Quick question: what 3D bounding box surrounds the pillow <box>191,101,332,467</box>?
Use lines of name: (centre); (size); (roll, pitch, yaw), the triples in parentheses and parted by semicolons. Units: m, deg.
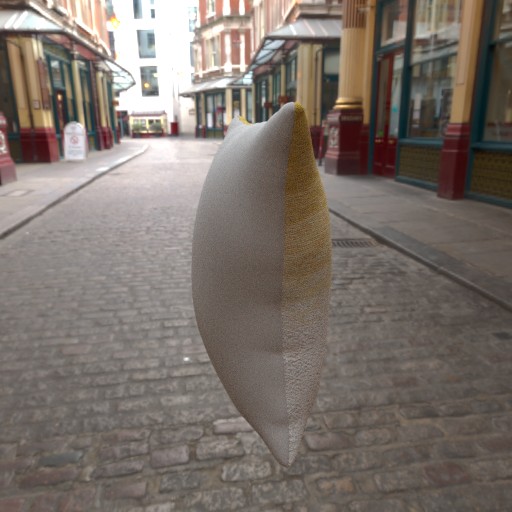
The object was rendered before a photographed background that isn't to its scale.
pillow: (0.000, 0.000, 0.722); (0.211, 0.450, 0.450); (-3, 16, -10)
